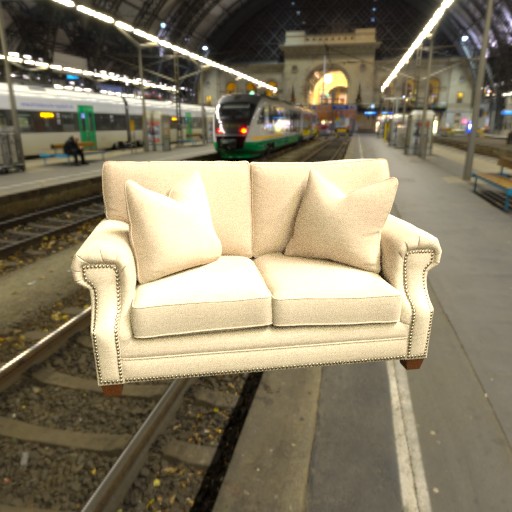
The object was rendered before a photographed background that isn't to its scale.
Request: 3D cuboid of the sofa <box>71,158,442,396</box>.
[{"bbox_3d":[0.000,0.000,2.344,1.701,0.966,0.966,-3,17,-9],"label":"sofa"}]
